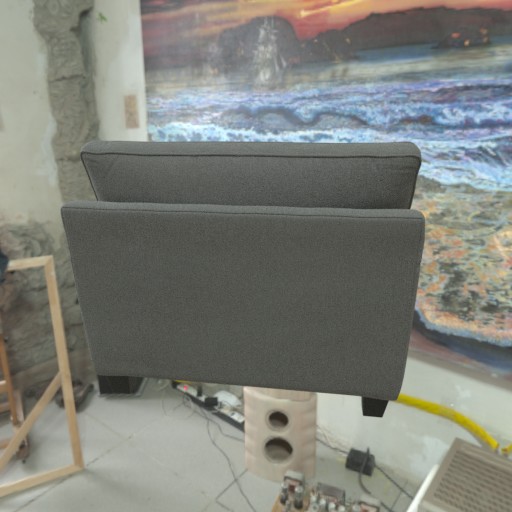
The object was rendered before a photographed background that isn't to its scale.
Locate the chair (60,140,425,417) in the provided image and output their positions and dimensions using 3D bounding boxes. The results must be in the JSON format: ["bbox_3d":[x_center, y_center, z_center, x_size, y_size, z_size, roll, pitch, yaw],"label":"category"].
[{"bbox_3d":[0.000,0.000,1.972,1.220,1.016,1.041,3,17,8],"label":"chair"}]
